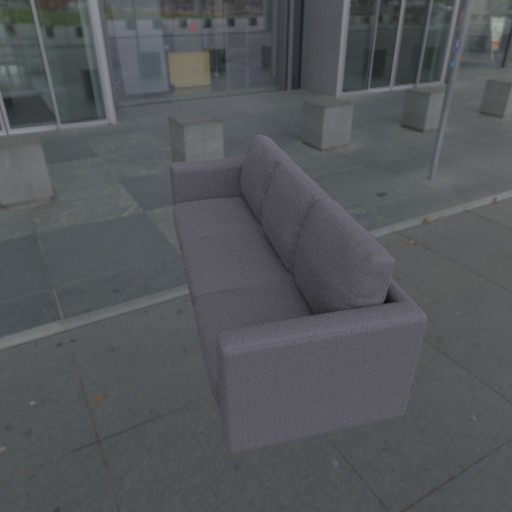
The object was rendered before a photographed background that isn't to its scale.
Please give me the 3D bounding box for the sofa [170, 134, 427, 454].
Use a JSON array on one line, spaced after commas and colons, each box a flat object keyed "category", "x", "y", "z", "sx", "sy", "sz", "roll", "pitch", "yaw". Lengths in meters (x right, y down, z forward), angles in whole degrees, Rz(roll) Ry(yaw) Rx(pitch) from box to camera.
[{"category": "sofa", "x": 0.000, "y": 0.000, "z": 2.499, "sx": 0.802, "sy": 0.912, "sz": 2.029, "roll": -7, "pitch": 31, "yaw": -12}]
